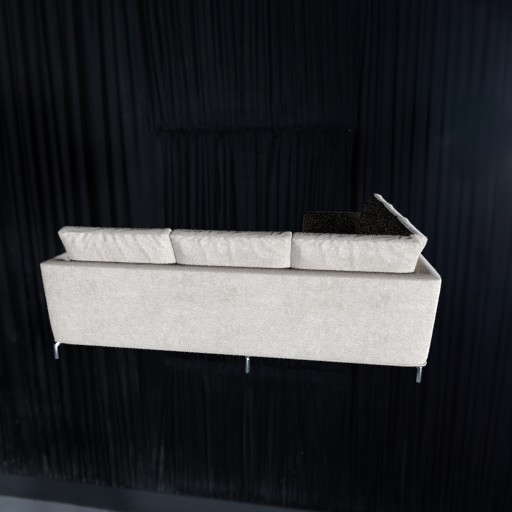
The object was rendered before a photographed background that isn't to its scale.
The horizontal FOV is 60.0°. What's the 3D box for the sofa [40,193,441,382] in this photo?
[{"bbox_3d":[0.000,0.000,3.777,2.438,0.864,2.438,2,14,8],"label":"sofa"}]
